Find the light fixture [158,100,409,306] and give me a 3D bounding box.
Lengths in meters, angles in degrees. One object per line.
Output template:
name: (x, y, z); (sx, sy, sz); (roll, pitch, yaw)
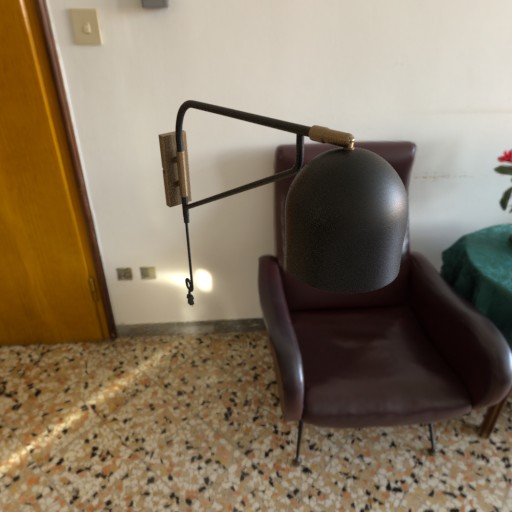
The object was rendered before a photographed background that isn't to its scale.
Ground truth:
light fixture: (0.000, 0.000, 1.065); (0.215, 0.696, 0.720); (-23, 38, -33)
